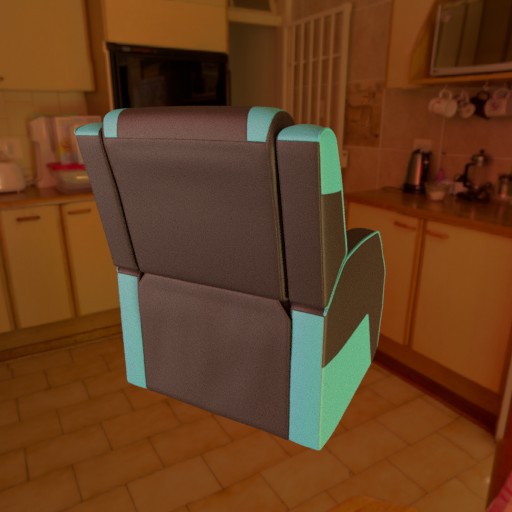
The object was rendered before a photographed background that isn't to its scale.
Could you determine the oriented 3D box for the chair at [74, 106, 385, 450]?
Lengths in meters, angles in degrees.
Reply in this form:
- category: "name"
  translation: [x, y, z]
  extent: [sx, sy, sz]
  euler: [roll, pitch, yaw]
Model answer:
- category: "chair"
  translation: [0.000, 0.000, 1.275]
  extent: [0.620, 0.805, 0.672]
  euler: [9, 20, 27]
